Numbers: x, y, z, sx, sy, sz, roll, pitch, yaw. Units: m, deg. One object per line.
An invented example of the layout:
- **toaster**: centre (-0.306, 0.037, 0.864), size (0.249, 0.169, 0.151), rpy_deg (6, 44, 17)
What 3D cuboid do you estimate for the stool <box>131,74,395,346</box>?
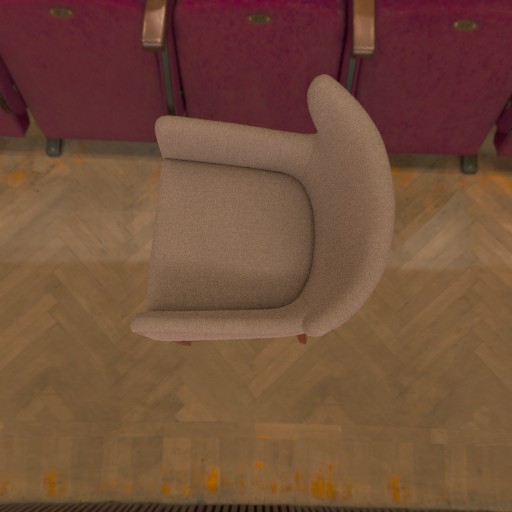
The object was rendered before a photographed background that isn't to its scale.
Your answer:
- **stool**: centre (0.000, 0.000, 1.391), size (0.575, 1.047, 0.575), rpy_deg (3, 75, 1)
